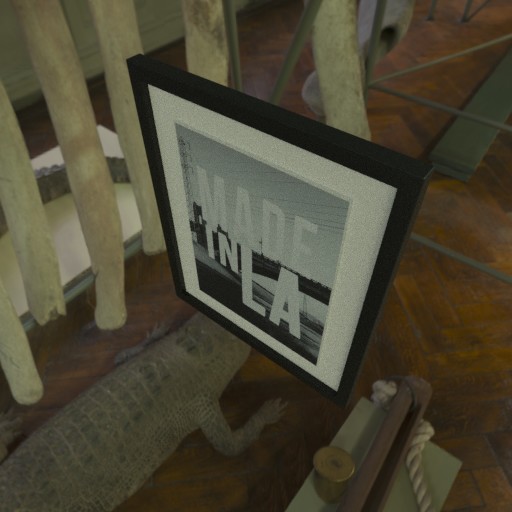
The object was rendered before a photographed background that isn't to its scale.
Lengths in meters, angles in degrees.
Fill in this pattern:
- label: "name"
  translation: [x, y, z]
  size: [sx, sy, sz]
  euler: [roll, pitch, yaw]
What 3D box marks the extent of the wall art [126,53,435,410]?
- label: "wall art"
  translation: [0.000, 0.000, 0.758]
  size: [0.457, 0.559, 0.028]
  euler: [30, 54, 25]
